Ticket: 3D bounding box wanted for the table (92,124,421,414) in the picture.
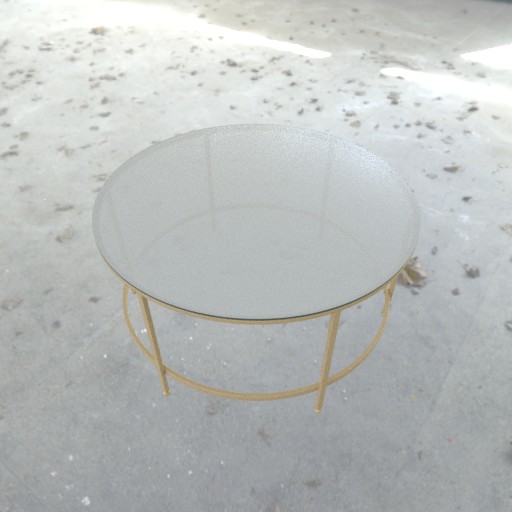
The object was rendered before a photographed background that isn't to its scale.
[{"bbox_3d":[0.000,0.000,1.433,0.914,0.470,0.914,0,42,0],"label":"table"}]
